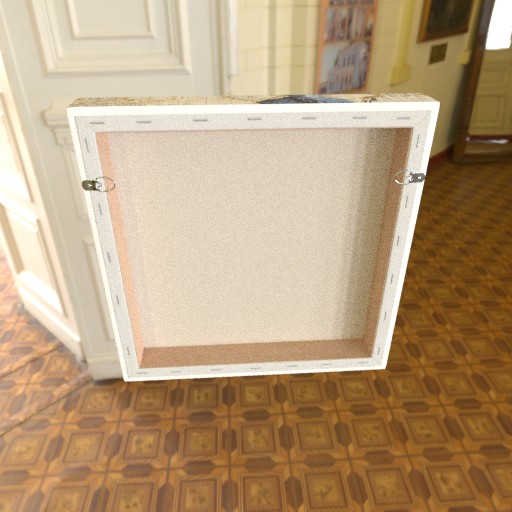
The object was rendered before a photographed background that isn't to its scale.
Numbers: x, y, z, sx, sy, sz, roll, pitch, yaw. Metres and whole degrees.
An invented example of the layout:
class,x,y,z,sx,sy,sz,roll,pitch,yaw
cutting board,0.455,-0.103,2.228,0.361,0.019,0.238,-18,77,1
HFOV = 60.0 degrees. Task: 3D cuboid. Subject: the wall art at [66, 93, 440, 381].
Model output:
class,x,y,z,sx,sy,sz,roll,pitch,yaw
wall art,0.000,0.000,0.447,0.303,0.304,0.036,-2,31,-3
